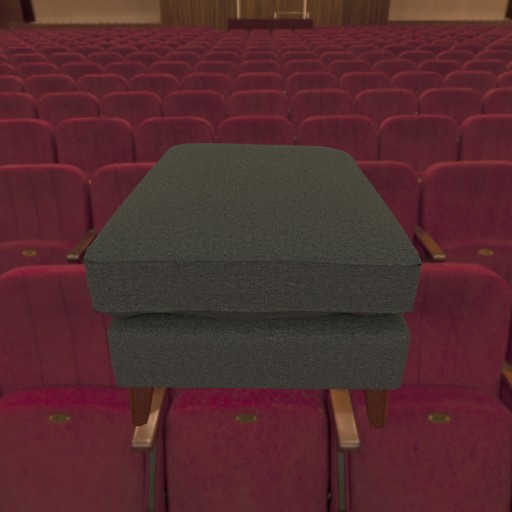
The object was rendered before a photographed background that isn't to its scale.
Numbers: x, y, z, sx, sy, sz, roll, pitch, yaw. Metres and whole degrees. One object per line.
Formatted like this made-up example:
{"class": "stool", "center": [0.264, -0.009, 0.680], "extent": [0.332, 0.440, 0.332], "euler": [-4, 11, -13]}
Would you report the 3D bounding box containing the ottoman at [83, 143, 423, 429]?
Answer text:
{"class": "ottoman", "center": [0.000, 0.000, 1.246], "extent": [0.629, 0.503, 0.835], "euler": [0, 27, 1]}
